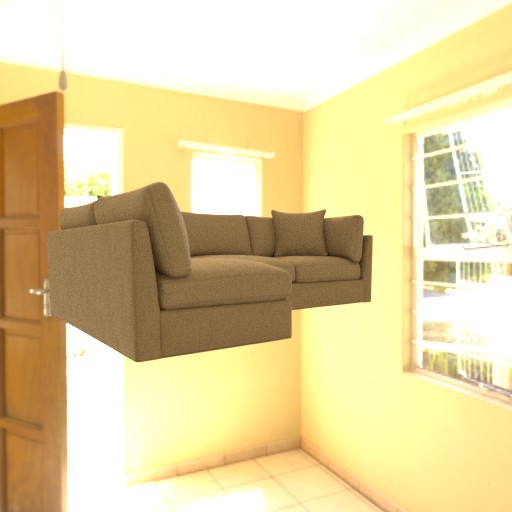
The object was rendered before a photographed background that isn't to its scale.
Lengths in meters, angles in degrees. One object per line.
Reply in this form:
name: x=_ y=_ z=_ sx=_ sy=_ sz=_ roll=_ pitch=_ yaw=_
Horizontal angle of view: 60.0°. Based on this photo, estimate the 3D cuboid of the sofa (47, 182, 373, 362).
sofa: x=0.000 y=0.000 z=3.751 sx=2.896 sy=0.978 sz=1.994 roll=-1 pitch=1 yaw=-36
